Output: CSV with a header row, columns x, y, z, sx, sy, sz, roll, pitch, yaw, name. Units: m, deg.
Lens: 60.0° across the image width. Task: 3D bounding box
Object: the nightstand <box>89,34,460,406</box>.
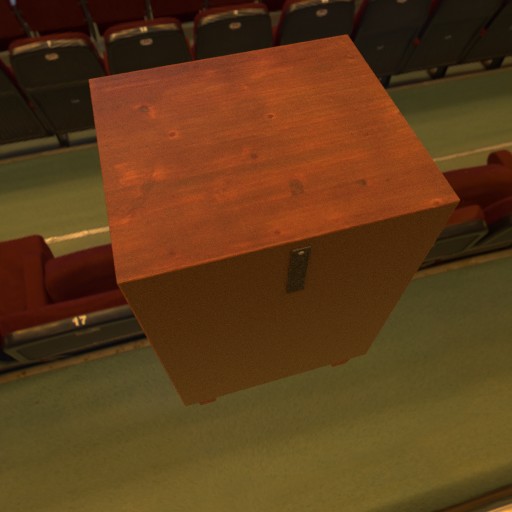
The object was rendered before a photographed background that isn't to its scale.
x,y,z,sx,sy,sz,roll,pitch,yaw,name
0.000,0.000,0.964,0.465,0.695,0.410,-14,59,-8,nightstand
